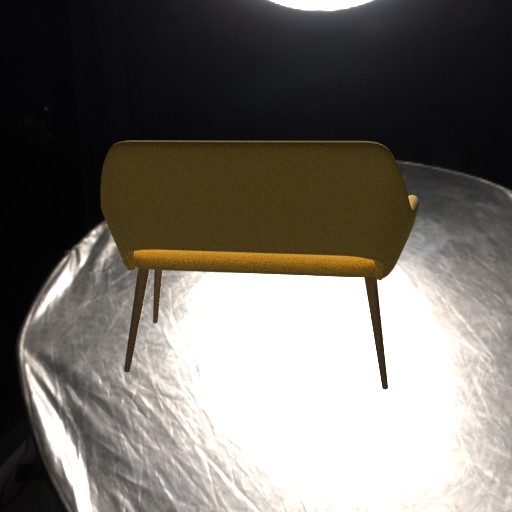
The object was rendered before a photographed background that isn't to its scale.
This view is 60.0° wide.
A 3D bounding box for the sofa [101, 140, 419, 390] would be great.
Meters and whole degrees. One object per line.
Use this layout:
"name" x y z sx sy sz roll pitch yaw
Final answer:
"sofa" 0.000 0.000 1.650 1.150 0.840 0.610 2 16 7
